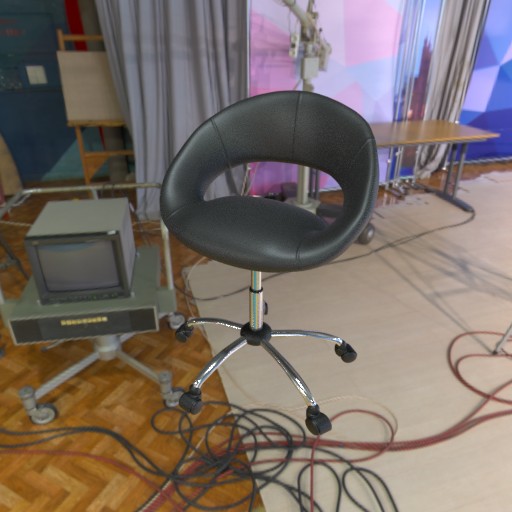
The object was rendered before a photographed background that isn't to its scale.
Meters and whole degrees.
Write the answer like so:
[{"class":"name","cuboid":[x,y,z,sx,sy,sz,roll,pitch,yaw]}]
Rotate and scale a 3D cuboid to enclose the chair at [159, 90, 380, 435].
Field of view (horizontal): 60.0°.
[{"class":"chair","cuboid":[0.000,0.000,1.200,0.612,0.791,0.538,18,34,29]}]
